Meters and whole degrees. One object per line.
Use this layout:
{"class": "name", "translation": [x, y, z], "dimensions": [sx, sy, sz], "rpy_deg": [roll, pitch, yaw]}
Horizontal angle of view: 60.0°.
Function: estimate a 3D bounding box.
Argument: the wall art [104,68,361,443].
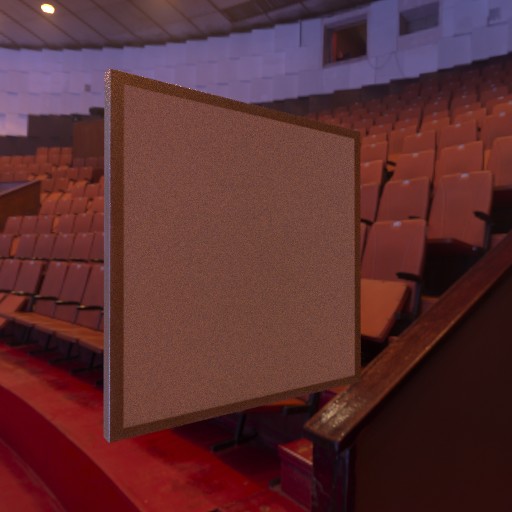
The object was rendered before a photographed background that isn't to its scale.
{"class": "wall art", "translation": [0.000, 0.000, 1.139], "dimensions": [0.762, 0.760, 0.037], "rpy_deg": [0, 0, -36]}
